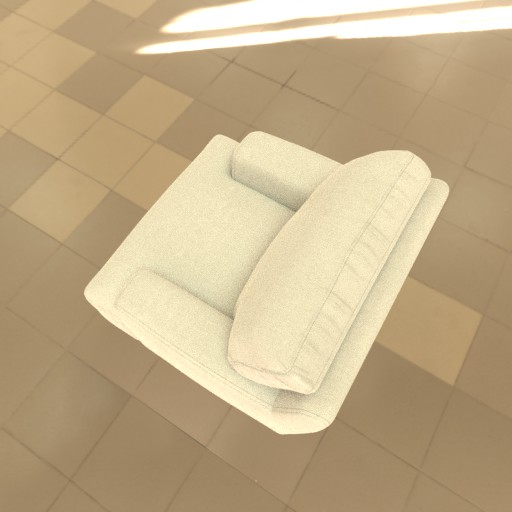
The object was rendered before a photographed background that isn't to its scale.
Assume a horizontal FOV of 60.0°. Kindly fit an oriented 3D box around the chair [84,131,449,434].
[{"bbox_3d":[0.000,0.000,1.947,1.158,0.930,1.140,29,67,14],"label":"chair"}]
